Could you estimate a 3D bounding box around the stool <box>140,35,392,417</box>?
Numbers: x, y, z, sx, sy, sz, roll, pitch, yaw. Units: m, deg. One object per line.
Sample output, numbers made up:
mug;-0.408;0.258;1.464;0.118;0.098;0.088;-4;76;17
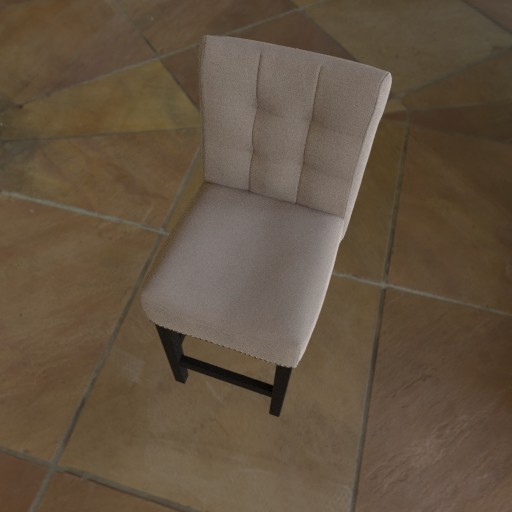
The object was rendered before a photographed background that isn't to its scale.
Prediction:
stool;0.000;0.000;1.186;0.427;0.885;0.571;16;60;10
